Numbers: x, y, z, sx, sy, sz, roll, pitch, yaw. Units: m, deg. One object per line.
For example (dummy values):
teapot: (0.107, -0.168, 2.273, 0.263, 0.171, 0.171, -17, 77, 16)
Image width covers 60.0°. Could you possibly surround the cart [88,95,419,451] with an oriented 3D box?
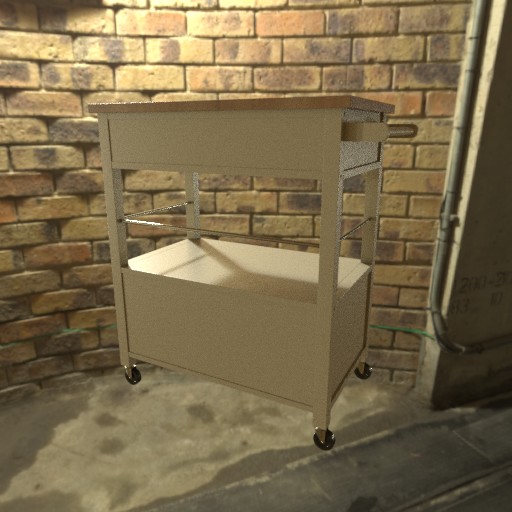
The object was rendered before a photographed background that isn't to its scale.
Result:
cart: (0.000, 0.000, 1.389, 0.840, 0.901, 0.459, 8, 18, 27)
